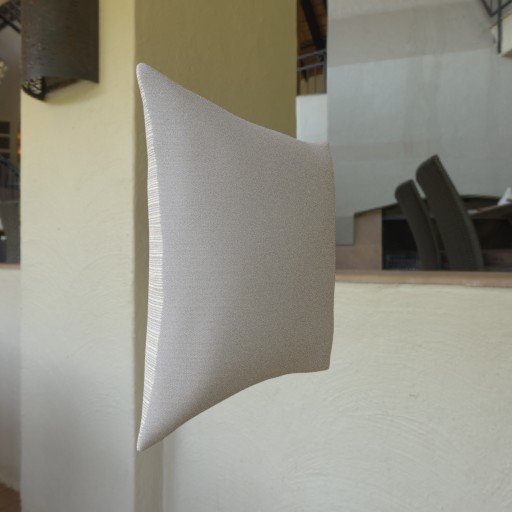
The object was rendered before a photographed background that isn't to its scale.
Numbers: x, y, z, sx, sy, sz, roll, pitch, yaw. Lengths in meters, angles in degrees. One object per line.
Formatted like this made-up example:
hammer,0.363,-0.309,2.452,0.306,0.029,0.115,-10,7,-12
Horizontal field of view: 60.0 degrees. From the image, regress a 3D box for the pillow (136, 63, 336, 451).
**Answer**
pillow,0.000,0.000,0.768,0.204,0.497,0.512,0,0,37
